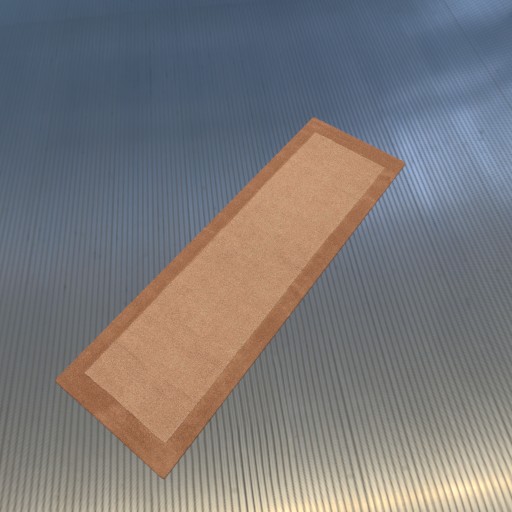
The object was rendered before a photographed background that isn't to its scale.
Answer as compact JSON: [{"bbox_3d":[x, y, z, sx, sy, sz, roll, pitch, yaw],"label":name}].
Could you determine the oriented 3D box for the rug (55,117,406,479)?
[{"bbox_3d":[0.000,0.000,2.663,0.764,0.017,2.439,33,64,18],"label":"rug"}]
